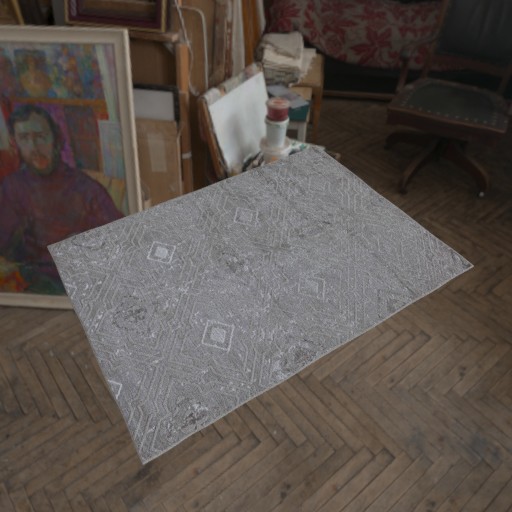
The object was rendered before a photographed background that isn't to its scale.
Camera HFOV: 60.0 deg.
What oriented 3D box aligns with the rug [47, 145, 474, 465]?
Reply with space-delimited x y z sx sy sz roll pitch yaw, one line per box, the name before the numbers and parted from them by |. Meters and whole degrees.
rug | 0.000 0.000 4.291 3.359 0.020 2.448 -25 51 -22
